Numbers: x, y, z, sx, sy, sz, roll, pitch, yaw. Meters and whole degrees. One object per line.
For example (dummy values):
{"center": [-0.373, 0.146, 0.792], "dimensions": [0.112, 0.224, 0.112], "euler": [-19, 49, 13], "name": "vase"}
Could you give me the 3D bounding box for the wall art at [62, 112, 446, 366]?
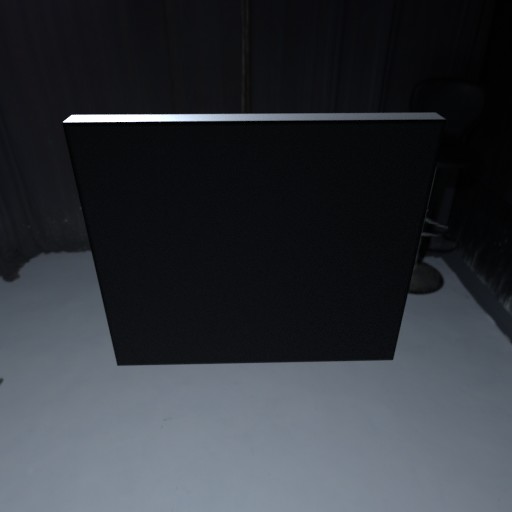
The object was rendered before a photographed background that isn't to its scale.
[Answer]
{"center": [0.000, 0.000, 0.536], "dimensions": [0.380, 0.330, 0.028], "euler": [-1, 32, -1], "name": "wall art"}
